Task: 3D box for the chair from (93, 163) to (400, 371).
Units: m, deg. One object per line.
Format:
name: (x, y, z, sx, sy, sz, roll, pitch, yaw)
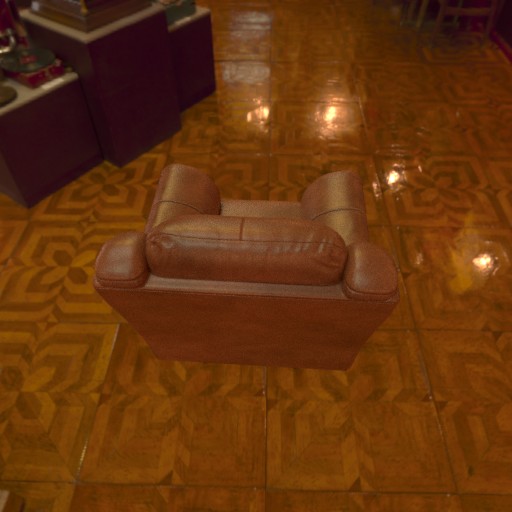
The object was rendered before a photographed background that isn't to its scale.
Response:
chair: (0.000, 0.000, 1.929, 0.990, 1.093, 1.041, 3, 48, 2)
